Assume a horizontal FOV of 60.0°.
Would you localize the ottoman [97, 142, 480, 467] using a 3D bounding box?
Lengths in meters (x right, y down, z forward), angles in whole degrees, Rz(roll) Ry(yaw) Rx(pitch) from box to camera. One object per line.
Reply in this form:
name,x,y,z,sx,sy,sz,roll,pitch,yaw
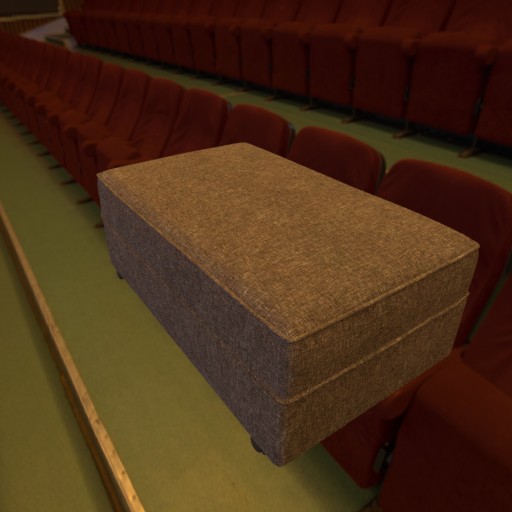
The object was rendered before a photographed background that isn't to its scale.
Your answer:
ottoman,0.000,0.000,1.532,0.717,0.487,1.184,-20,36,-30
